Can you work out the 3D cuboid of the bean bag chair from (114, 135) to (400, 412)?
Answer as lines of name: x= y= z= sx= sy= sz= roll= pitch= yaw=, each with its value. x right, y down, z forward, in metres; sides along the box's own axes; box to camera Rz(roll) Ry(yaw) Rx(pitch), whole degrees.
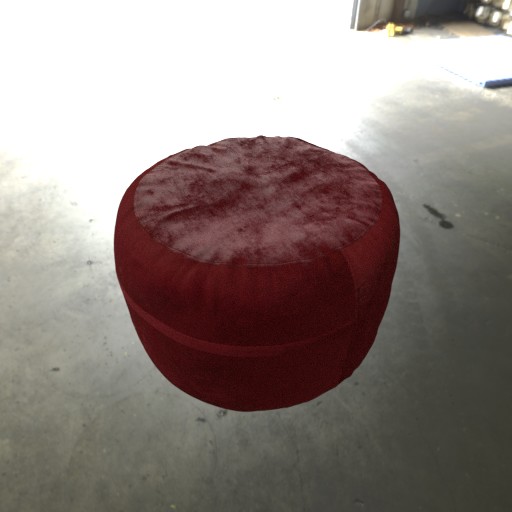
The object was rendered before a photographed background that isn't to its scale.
bean bag chair: x=0.000 y=0.000 z=2.028 sx=1.219 sy=0.762 sz=1.219 roll=0 pitch=40 yaw=0
